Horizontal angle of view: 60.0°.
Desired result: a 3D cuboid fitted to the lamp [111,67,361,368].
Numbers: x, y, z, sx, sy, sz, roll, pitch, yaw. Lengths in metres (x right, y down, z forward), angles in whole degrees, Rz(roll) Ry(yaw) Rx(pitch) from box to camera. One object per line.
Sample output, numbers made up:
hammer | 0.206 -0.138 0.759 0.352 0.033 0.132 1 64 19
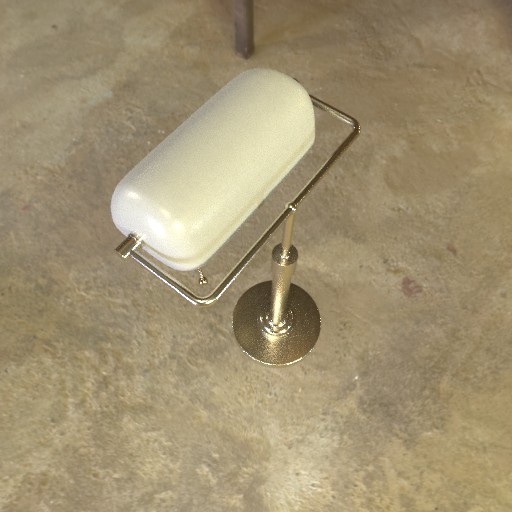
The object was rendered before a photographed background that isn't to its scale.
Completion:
lamp | 0.000 0.000 0.563 0.227 0.404 0.269 34 68 16
